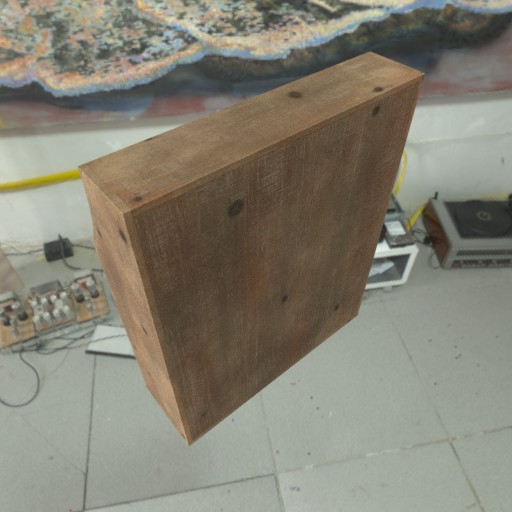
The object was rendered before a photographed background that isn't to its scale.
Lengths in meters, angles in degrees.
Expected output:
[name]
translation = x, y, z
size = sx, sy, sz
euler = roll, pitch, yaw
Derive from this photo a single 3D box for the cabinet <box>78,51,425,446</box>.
[cabinet]
translation = 0.000, 0.000, 0.799
size = 0.489, 0.590, 0.184
euler = -31, 54, -26
